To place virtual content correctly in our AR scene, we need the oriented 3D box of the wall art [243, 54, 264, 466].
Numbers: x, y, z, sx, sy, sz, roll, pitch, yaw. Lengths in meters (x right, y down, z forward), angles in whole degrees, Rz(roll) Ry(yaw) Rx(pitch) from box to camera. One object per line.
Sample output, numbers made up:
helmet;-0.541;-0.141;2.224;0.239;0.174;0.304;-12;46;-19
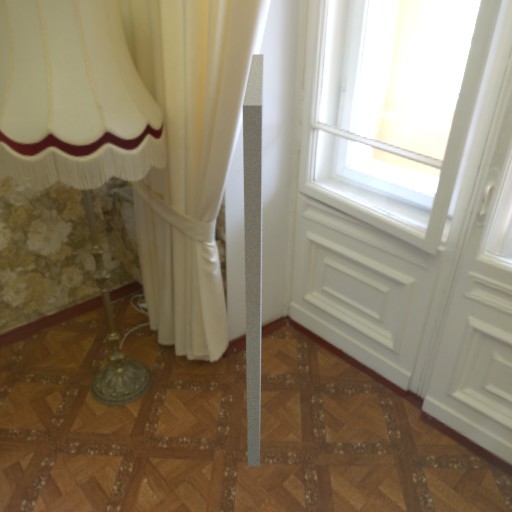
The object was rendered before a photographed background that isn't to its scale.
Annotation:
wall art;0.000;0.000;1.478;0.038;1.143;0.764;1;31;1
